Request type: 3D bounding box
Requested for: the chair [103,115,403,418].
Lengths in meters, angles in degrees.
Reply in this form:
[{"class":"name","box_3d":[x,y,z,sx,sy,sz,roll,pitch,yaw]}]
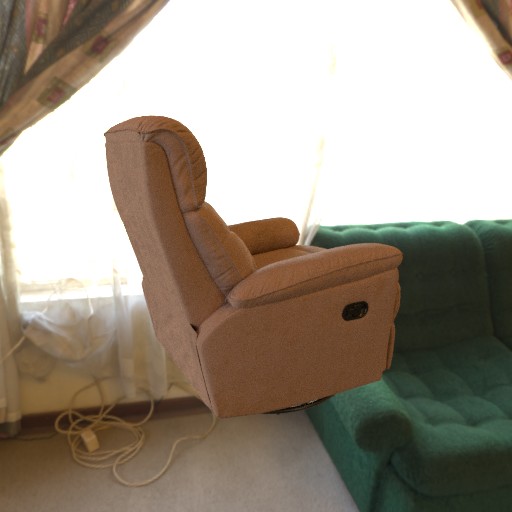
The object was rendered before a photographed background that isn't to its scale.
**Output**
[{"class":"chair","box_3d":[0.000,0.000,1.755,1.004,1.037,0.820,-8,16,-27]}]
